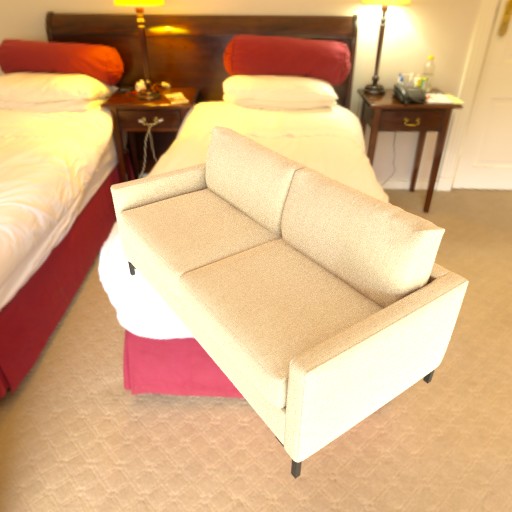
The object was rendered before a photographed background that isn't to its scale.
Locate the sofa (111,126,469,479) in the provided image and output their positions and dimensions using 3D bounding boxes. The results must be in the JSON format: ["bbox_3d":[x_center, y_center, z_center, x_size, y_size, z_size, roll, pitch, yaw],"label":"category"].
[{"bbox_3d":[0.000,0.000,2.110,0.839,0.812,1.651,-21,39,-29],"label":"sofa"}]
